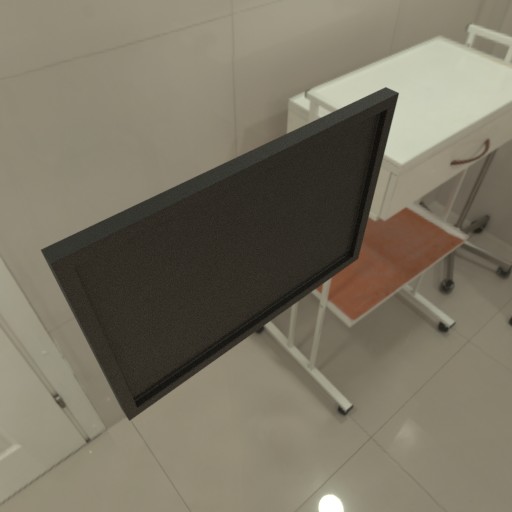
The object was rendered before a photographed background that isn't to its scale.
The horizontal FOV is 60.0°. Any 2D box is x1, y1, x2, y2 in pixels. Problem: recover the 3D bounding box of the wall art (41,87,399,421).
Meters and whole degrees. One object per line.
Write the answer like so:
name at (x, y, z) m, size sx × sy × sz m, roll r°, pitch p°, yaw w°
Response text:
wall art at (0.000, 0.000, 0.564) m, size 0.443 × 0.301 × 0.021 m, roll -31°, pitch 54°, yaw -26°
